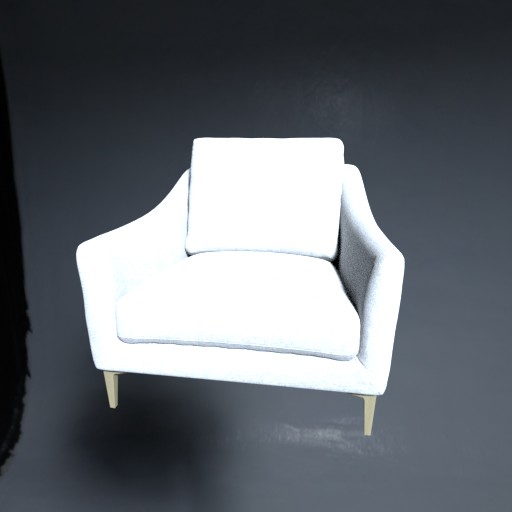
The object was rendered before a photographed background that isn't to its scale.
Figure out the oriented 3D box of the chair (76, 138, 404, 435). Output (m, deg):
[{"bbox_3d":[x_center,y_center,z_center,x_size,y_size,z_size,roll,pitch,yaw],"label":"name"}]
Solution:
[{"bbox_3d":[0.000,0.000,1.757,0.986,0.902,0.961,3,15,9],"label":"chair"}]
